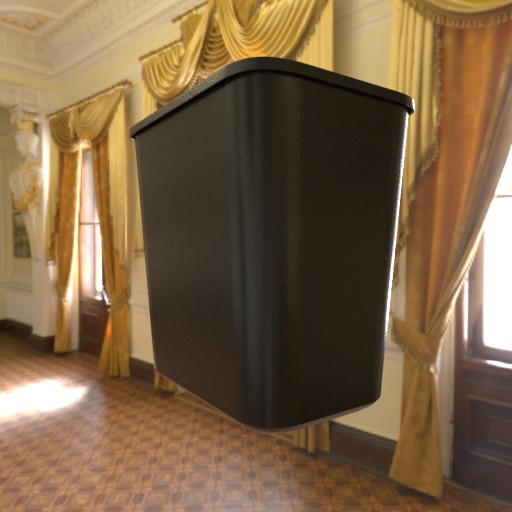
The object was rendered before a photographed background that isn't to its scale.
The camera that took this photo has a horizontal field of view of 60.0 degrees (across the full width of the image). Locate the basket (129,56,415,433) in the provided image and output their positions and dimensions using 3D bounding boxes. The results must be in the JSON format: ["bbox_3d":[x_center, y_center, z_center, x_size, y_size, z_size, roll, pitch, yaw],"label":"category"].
[{"bbox_3d":[0.000,0.000,0.501,0.211,0.307,0.300,-1,2,-35],"label":"basket"}]
